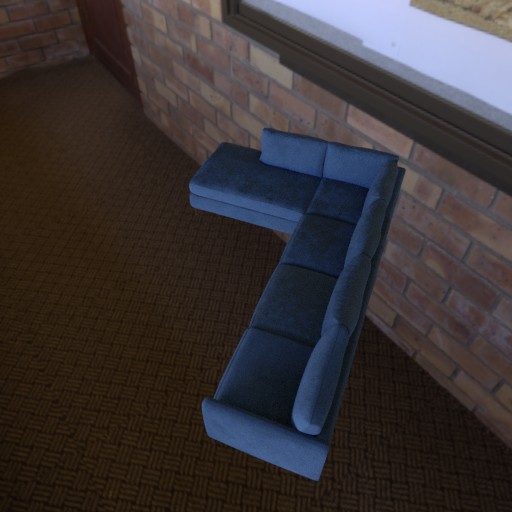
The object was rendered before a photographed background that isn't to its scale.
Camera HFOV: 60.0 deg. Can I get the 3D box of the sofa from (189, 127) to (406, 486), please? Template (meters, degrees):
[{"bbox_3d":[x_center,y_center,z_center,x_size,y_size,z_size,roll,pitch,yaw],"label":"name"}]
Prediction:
[{"bbox_3d":[0.000,0.000,3.792,2.007,0.815,2.949,16,49,14],"label":"sofa"}]
